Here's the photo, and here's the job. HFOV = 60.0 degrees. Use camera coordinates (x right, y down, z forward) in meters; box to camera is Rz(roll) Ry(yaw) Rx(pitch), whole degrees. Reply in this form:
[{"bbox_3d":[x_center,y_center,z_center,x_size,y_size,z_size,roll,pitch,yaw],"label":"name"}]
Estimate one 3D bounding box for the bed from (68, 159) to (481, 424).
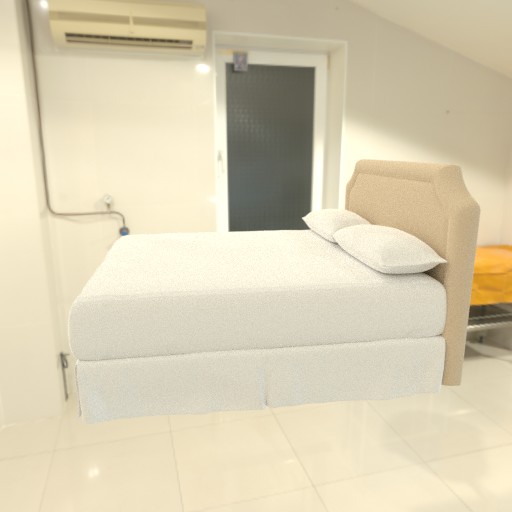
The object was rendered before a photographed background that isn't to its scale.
[{"bbox_3d":[0.000,0.000,3.662,2.548,1.524,2.134,-2,14,-9],"label":"bed"}]
